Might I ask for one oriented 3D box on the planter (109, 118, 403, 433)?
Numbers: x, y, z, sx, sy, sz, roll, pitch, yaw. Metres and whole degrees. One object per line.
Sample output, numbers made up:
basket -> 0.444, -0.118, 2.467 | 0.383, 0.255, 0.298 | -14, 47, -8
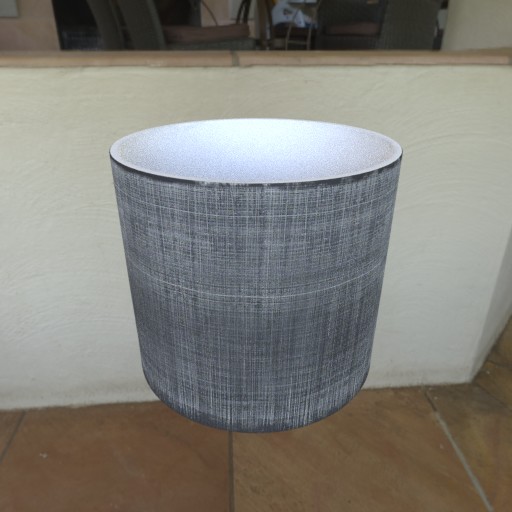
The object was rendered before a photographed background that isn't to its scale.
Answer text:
planter -> 0.000, 0.000, 0.392 | 0.221, 0.201, 0.221 | 0, 26, 0
